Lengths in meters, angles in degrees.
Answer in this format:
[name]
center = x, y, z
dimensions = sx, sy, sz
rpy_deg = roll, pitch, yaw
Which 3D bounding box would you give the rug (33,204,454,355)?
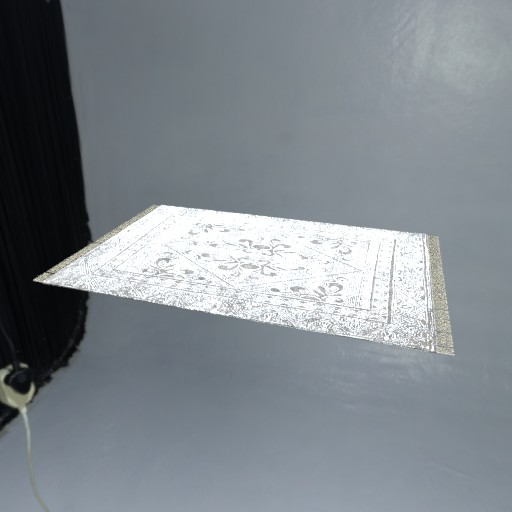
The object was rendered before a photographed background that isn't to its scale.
[rug]
center = 0.000, 0.000, 3.070
dimensions = 2.440, 0.010, 1.529
rpy_deg = 8, 27, 16
